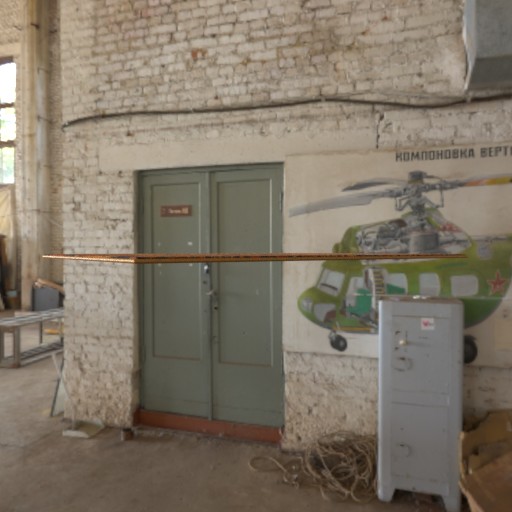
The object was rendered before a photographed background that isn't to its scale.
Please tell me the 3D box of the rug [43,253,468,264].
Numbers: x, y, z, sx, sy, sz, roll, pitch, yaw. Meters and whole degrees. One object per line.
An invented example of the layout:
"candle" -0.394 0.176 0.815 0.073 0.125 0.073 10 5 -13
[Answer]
"rug" 0.000 0.000 2.825 2.204 0.024 1.588 -1 1 -36
